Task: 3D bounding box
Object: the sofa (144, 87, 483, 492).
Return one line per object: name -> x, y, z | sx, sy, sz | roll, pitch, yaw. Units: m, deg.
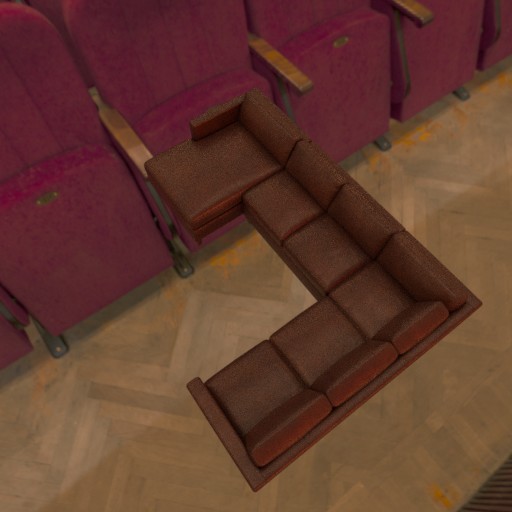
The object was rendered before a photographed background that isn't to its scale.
sofa -> 0.000, 0.000, 4.369 | 2.452, 0.891, 3.324 | -33, 66, -16
